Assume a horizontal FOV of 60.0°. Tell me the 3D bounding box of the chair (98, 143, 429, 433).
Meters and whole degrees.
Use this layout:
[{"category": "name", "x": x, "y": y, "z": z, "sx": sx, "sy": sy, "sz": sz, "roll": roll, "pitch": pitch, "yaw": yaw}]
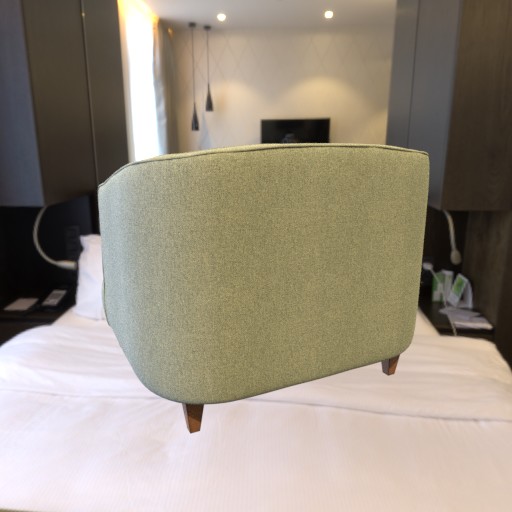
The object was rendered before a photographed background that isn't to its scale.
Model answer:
[{"category": "chair", "x": 0.000, "y": 0.000, "z": 1.732, "sx": 1.094, "sy": 0.852, "sz": 0.945, "roll": -7, "pitch": 16, "yaw": -26}]
